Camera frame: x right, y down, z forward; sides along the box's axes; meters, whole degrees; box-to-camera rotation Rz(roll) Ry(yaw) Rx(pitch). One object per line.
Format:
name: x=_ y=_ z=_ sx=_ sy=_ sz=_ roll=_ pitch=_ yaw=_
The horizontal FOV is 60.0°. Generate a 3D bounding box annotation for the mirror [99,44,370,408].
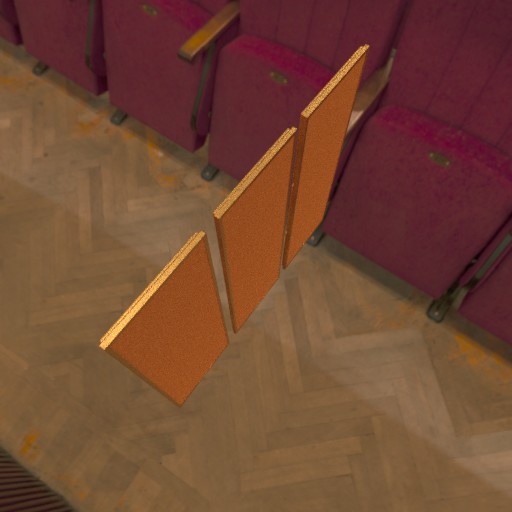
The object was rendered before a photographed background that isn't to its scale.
mirror: x=0.000 y=0.000 z=1.433 sx=0.023 sy=0.926 sz=1.011 roll=33 pitch=69 yaw=15
